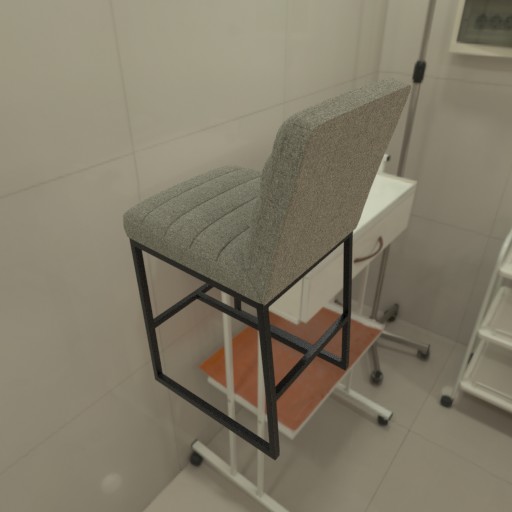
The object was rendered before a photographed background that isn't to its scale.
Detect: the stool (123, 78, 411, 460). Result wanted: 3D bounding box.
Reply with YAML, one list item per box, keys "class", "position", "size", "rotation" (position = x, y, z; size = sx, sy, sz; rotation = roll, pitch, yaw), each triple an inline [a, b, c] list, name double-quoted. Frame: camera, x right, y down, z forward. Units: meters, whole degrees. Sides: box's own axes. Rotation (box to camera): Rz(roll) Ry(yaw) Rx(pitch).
- class: "stool"
  position: [0.000, 0.000, 1.240]
  size: [0.560, 0.940, 0.460]
  rotation: [22, 38, 31]
